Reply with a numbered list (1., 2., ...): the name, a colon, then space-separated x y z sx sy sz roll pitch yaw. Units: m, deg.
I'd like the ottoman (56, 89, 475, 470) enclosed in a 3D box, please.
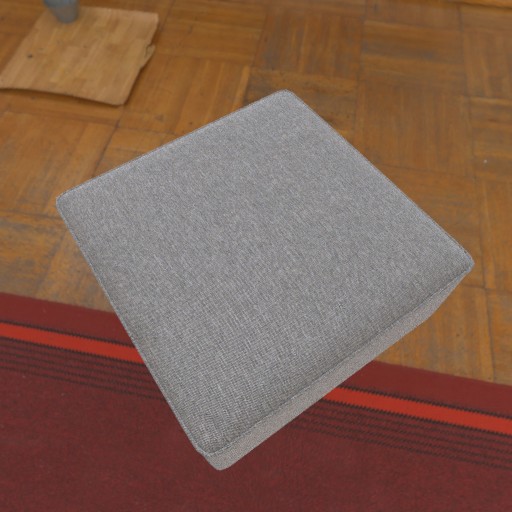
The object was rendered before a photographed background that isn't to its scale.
1. ottoman: 0.000 0.000 1.586 1.005 0.455 1.005 -31 64 -17
